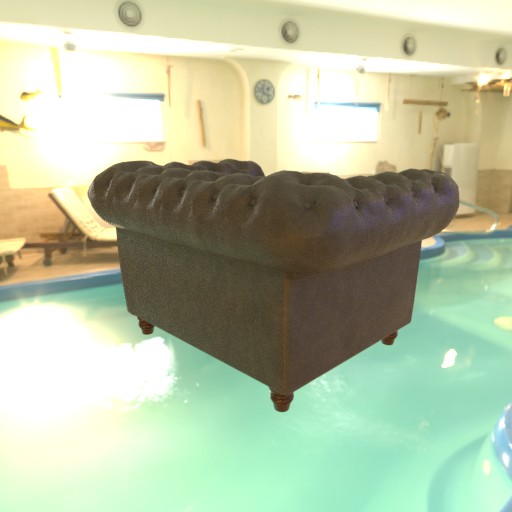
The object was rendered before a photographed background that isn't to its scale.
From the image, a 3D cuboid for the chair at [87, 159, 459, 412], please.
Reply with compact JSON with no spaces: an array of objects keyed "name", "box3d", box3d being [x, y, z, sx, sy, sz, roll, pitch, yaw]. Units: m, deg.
[{"name":"chair","box3d":[0.000,0.000,1.871,0.943,0.780,1.298,-14,20,-43]}]
